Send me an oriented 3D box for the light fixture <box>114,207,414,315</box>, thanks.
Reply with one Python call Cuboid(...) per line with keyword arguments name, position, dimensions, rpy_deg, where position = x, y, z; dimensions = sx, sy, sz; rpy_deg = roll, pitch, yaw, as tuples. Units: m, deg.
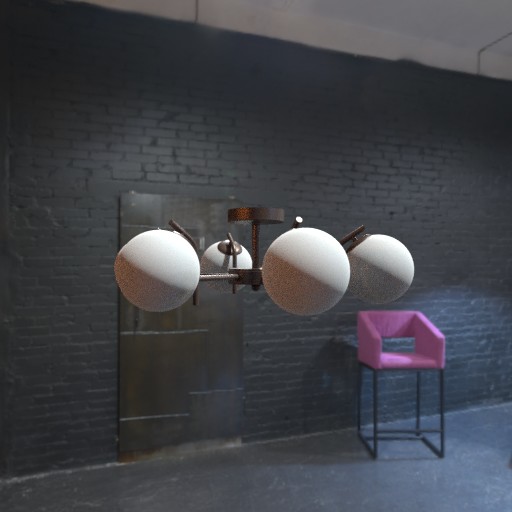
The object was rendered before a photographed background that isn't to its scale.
Cuboid(name="light fixture", position=(0.000, 0.000, 0.979), dimensions=(0.662, 0.201, 0.662), rpy_deg=(0, -1, 0))
